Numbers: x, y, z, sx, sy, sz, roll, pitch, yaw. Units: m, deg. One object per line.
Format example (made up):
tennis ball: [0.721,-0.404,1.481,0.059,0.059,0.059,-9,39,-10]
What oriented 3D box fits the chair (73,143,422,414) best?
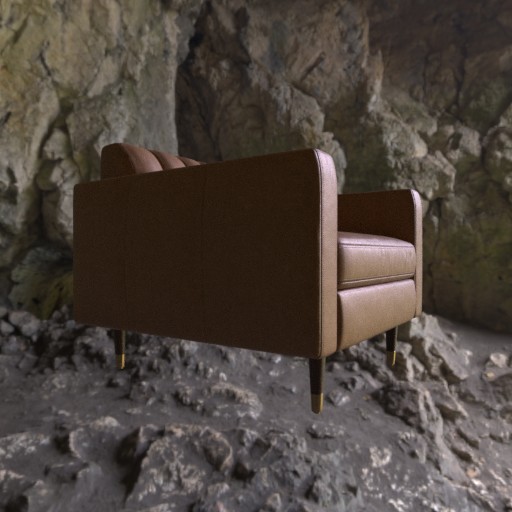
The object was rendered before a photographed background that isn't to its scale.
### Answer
chair: [0.000,0.000,1.647,0.998,0.819,0.953,0,0,35]
